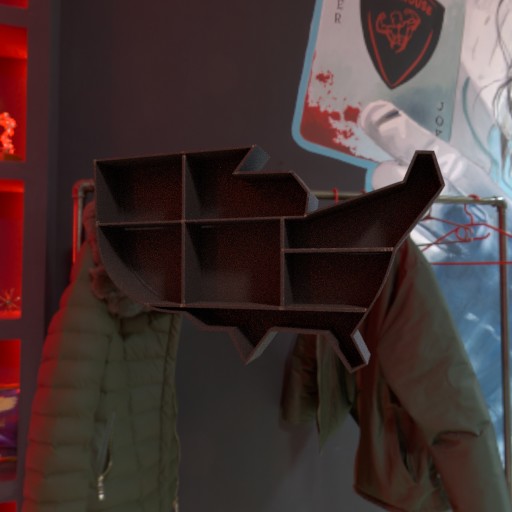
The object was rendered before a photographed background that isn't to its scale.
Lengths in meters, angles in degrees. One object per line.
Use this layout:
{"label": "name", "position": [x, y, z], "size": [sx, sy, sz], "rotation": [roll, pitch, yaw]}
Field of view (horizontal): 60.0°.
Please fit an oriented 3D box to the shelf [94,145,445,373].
{"label": "shelf", "position": [0.000, 0.000, 0.934], "size": [0.729, 0.439, 0.112], "rotation": [-1, -2, 17]}
